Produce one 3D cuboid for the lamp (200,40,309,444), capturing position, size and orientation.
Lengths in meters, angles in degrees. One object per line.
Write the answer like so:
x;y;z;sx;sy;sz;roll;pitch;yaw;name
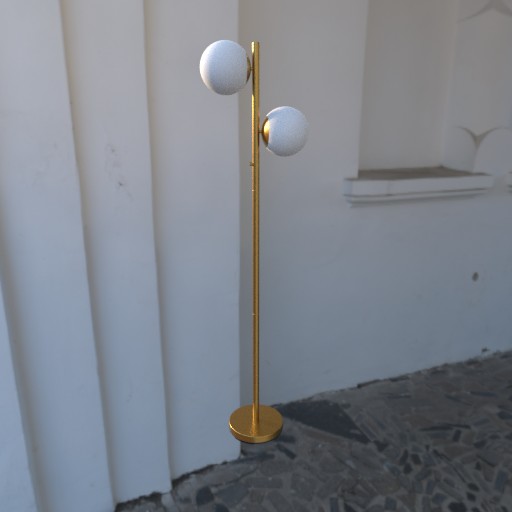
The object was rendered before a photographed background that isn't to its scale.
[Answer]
0.000;0.000;1.849;0.419;1.641;0.249;-2;15;-8;lamp
